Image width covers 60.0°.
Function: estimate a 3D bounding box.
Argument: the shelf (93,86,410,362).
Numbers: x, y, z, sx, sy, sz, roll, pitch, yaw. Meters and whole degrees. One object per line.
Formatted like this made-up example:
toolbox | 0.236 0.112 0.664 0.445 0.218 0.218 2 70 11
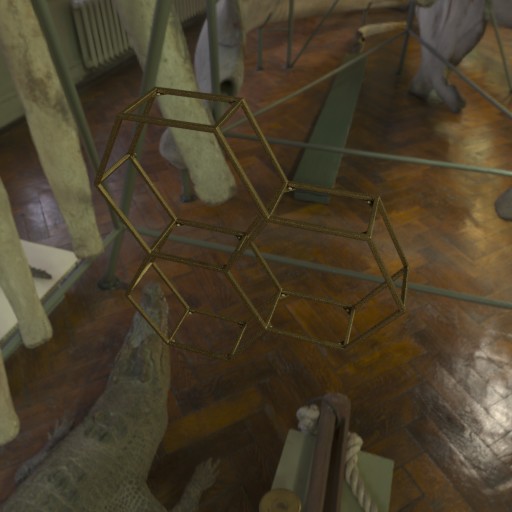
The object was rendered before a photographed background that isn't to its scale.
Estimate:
shelf | 0.000 0.000 1.065 0.708 0.701 0.150 12 42 14
